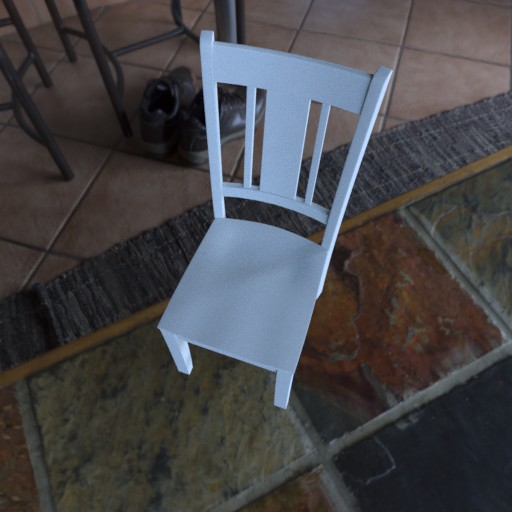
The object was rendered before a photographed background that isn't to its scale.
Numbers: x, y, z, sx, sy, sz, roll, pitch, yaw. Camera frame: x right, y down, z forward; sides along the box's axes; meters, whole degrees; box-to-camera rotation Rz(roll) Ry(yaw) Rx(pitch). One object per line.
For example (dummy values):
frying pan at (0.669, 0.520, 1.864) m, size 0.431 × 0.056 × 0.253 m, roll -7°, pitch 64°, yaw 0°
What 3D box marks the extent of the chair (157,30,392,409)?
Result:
chair at (0.000, 0.000, 1.294) m, size 0.450 × 0.998 × 0.555 m, roll 17°, pitch 60°, yaw 10°
